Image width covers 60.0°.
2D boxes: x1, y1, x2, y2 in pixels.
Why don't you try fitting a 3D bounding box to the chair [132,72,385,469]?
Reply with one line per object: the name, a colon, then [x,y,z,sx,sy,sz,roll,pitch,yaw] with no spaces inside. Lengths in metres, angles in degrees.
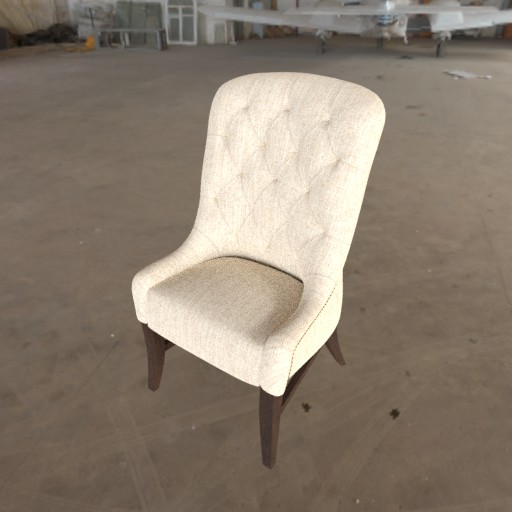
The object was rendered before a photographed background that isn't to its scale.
chair: [0.000,0.000,1.500,0.634,1.091,0.629,20,36,31]
